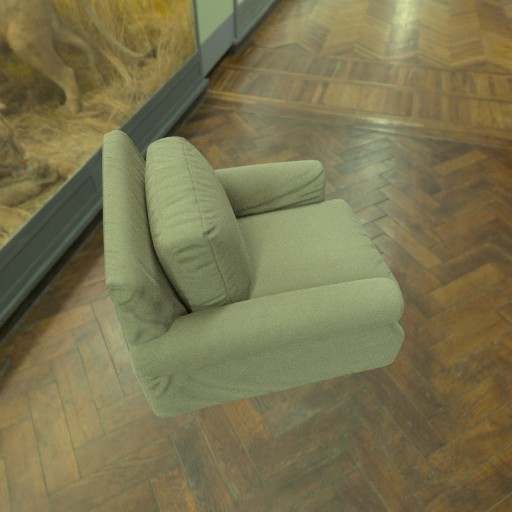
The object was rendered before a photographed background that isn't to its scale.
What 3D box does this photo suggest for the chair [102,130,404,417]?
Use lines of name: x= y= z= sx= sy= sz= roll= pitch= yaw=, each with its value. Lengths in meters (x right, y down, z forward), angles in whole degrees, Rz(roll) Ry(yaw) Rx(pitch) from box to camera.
chair: x=0.000 y=0.000 z=1.803 sx=1.066 sy=0.866 sz=0.940 roll=-10 pitch=46 yaw=-10
